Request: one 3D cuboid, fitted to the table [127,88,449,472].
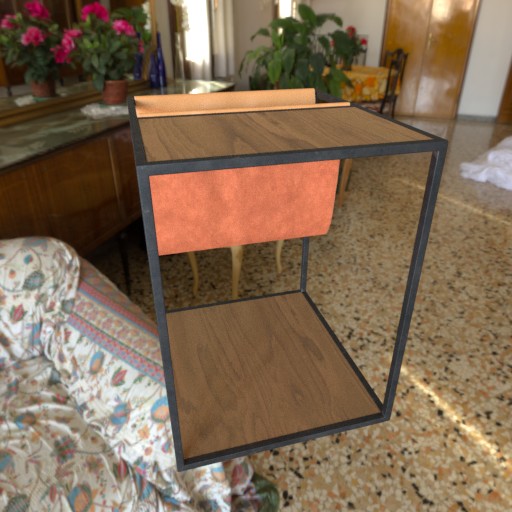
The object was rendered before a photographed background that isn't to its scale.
[{"bbox_3d":[0.000,0.000,0.850,0.399,0.536,0.450,-8,30,-14],"label":"table"}]
